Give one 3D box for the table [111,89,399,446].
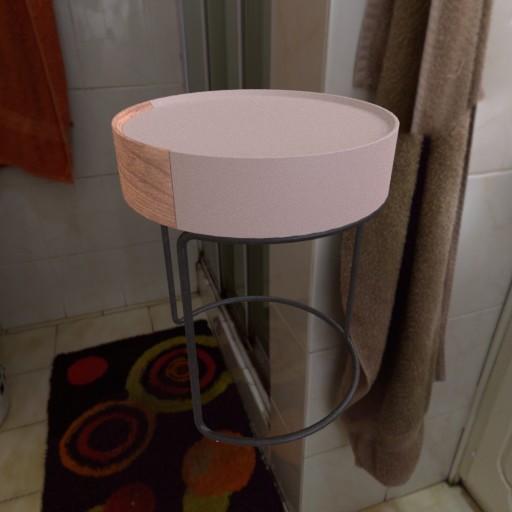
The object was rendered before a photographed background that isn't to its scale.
[{"bbox_3d":[0.000,0.000,0.849,0.450,0.530,0.450,0,30,0],"label":"table"}]
